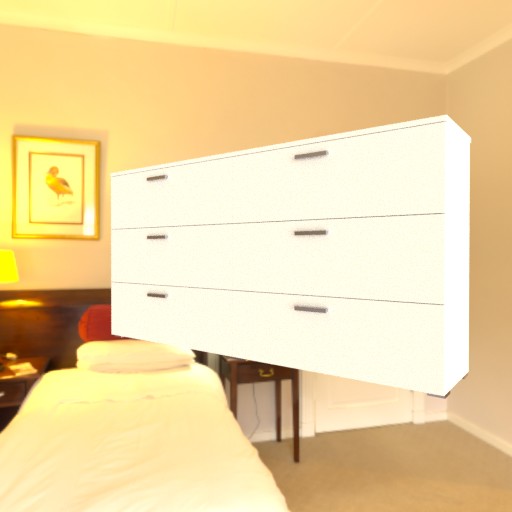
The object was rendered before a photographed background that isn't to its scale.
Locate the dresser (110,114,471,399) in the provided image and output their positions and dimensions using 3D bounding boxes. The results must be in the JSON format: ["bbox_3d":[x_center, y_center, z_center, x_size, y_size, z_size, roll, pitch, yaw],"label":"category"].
[{"bbox_3d":[0.000,0.000,1.803,1.535,0.790,0.333,0,1,37],"label":"dresser"}]
